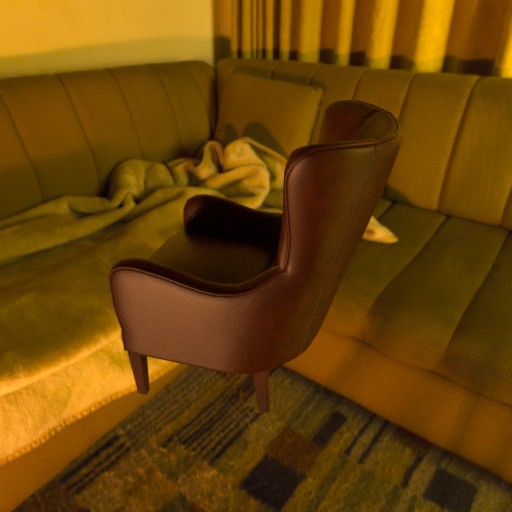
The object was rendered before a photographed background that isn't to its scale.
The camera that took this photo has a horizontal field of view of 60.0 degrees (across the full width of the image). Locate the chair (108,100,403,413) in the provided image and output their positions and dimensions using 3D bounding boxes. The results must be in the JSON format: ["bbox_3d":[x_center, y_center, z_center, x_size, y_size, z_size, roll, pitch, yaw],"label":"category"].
[{"bbox_3d":[0.000,0.000,1.670,0.914,1.048,0.692,8,30,14],"label":"chair"}]
